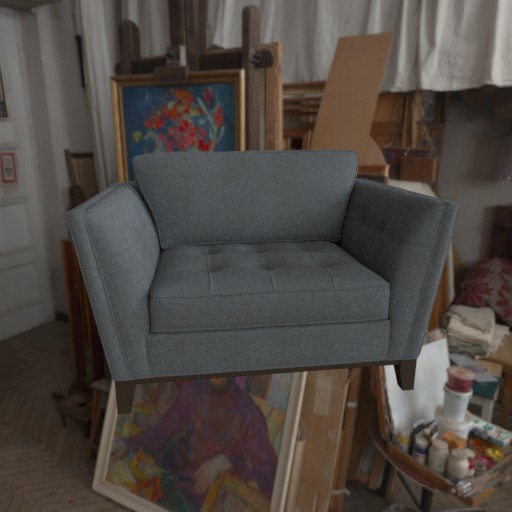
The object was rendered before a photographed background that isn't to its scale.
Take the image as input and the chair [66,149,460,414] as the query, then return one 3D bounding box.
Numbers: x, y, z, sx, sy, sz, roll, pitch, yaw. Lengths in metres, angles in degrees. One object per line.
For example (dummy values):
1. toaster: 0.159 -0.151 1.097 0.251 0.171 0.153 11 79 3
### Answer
1. chair: 0.000 0.000 2.077 1.396 0.942 0.965 -2 16 -8
